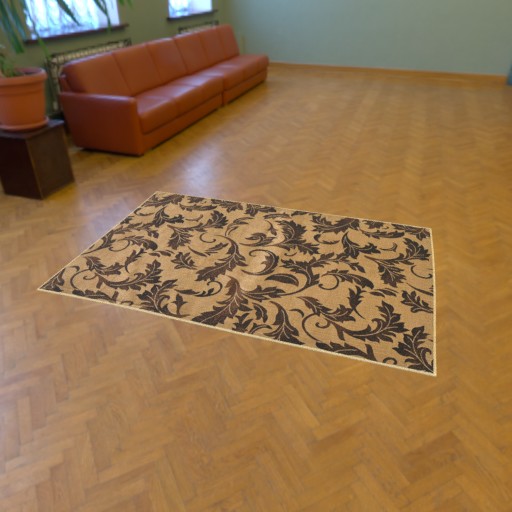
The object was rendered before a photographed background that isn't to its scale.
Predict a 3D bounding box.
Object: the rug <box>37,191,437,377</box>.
[{"bbox_3d":[0.000,0.000,2.980,2.284,0.008,1.522,9,33,15],"label":"rug"}]
